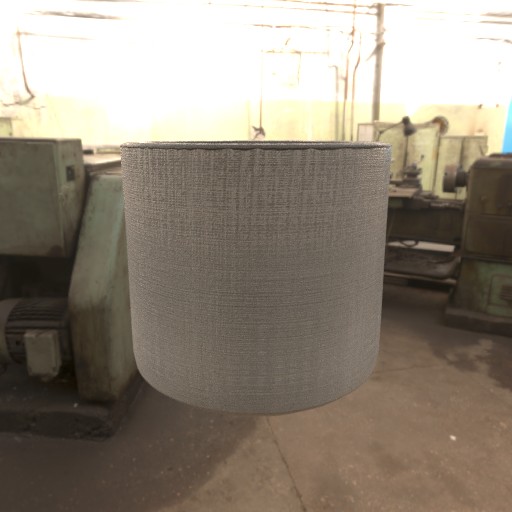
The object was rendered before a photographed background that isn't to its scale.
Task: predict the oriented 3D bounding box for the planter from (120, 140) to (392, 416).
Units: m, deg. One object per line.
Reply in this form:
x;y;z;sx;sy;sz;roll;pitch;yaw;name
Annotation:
0.000;0.000;0.223;0.125;0.112;0.125;0;15;0;planter
